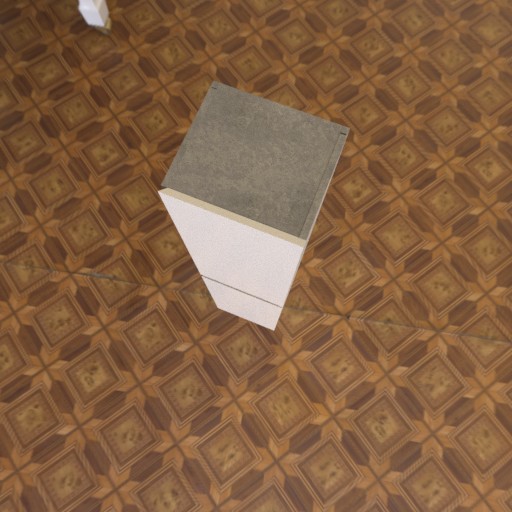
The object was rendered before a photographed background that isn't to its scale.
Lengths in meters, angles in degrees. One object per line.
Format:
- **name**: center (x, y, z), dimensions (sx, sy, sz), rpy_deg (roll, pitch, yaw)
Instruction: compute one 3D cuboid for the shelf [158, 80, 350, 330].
- **shelf**: center (0.000, 0.000, 1.547), dimensions (0.300, 1.400, 0.270), rpy_deg (21, 75, 6)
